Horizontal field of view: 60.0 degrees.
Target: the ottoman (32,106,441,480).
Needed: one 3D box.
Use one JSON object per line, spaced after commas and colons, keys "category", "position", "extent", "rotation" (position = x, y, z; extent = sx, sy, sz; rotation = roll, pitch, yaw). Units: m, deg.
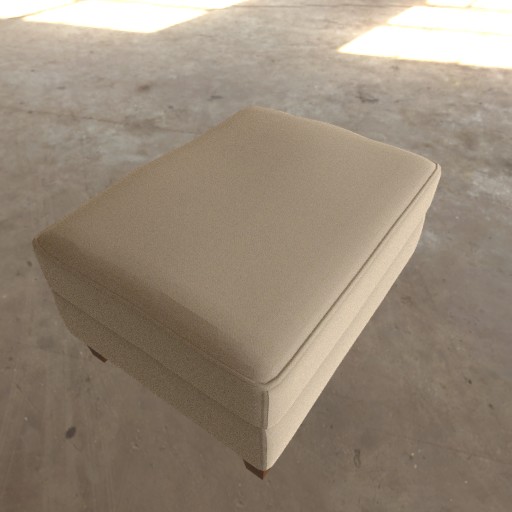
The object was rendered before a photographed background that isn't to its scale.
{"category": "ottoman", "position": [0.000, 0.000, 1.150], "extent": [0.634, 0.485, 0.818], "rotation": [26, 49, 25]}
